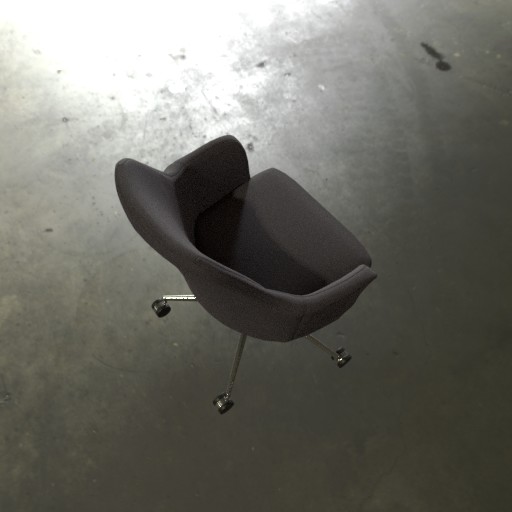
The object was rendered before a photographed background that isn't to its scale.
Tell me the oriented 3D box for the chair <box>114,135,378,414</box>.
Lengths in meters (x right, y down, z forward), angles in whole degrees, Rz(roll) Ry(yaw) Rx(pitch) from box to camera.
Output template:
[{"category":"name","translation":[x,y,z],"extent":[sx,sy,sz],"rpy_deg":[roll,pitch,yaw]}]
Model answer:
[{"category":"chair","translation":[0.000,0.000,1.239],"extent":[0.600,0.820,0.655],"rpy_deg":[-33,64,-18]}]
